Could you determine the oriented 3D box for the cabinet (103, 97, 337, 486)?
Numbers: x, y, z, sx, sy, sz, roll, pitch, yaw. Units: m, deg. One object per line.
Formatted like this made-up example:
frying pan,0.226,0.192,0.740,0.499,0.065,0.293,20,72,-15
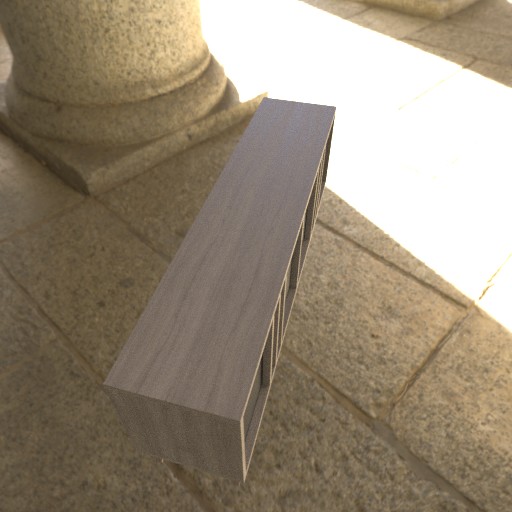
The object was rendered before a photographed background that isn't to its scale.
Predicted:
cabinet,0.000,0.000,2.496,0.499,0.779,2.198,11,47,11
